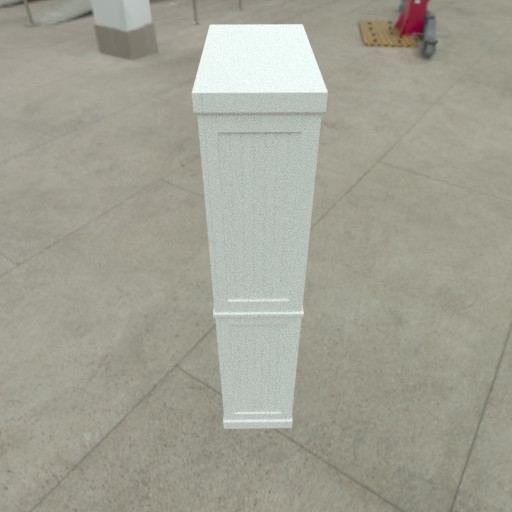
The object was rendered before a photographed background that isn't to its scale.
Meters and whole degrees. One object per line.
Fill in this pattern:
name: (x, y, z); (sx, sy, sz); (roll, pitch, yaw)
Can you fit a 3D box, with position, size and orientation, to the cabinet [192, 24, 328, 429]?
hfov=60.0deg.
cabinet: (0.000, 0.000, 2.106); (0.390, 1.829, 0.754); (0, 40, -1)
